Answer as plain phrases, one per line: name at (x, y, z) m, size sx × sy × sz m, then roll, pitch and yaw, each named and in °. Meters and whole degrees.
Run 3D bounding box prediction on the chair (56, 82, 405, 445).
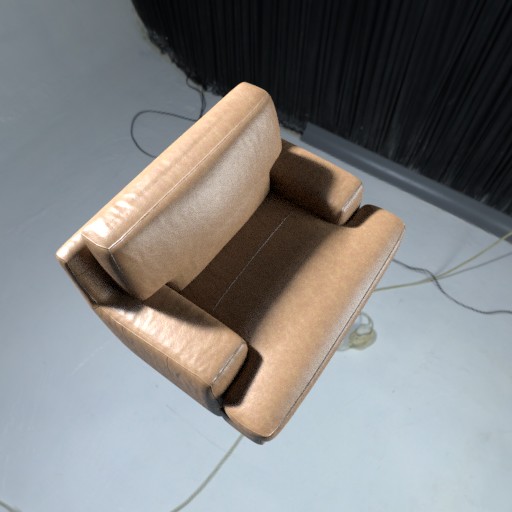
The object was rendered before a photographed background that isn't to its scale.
chair at (0.000, 0.000, 2.048) m, size 1.050 × 0.978 × 1.276 m, roll 31°, pitch 64°, yaw 17°
